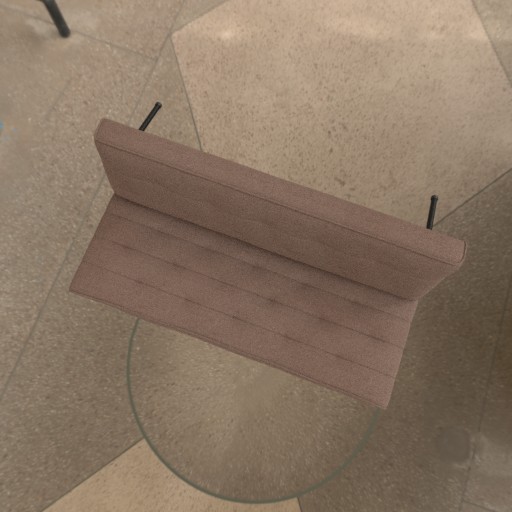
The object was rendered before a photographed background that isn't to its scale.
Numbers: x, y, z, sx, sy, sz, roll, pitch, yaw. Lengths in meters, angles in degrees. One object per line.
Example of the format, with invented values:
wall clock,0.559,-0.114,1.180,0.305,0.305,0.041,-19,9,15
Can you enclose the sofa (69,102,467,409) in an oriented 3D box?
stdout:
sofa,0.000,0.000,2.357,1.820,0.810,1.038,20,77,5
